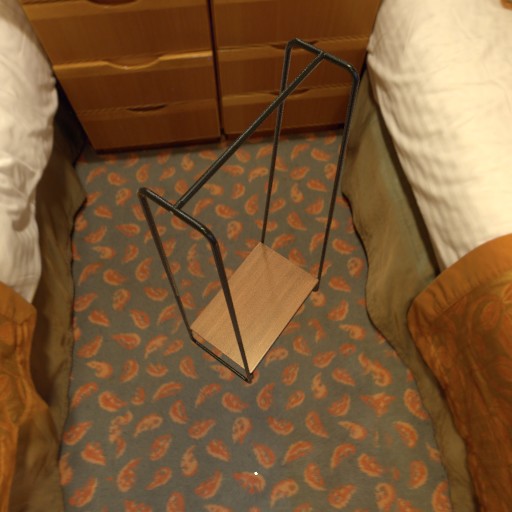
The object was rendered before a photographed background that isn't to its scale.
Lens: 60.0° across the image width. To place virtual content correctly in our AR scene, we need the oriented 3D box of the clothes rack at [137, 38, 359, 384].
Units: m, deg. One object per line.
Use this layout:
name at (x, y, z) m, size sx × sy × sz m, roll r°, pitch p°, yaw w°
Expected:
clothes rack at (0.000, 0.000, 1.765) m, size 0.400 × 1.500 × 0.640 m, roll 33°, pitch 68°, yaw 15°
